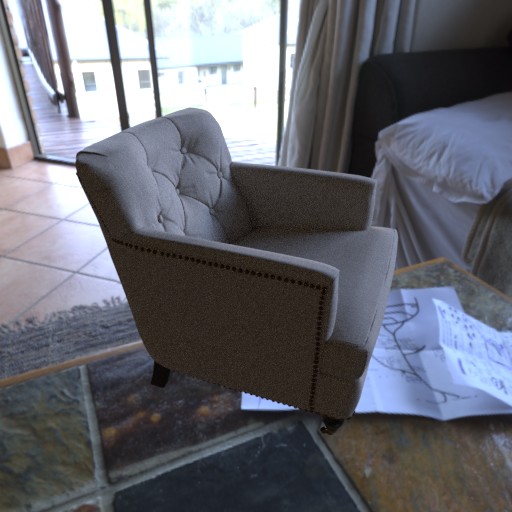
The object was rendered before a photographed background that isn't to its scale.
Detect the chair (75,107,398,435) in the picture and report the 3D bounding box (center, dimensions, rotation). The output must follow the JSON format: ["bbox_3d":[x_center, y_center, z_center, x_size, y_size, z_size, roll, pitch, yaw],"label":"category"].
[{"bbox_3d":[0.000,0.000,1.516,0.902,0.823,0.737,11,32,18],"label":"chair"}]
